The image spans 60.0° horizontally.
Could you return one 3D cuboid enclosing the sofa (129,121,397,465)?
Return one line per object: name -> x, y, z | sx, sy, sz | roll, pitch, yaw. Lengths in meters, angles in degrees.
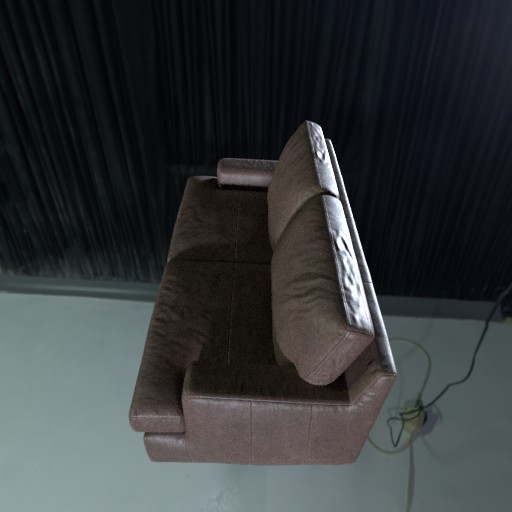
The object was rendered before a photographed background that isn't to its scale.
sofa -> 0.000, 0.000, 2.756 | 1.143, 0.941, 2.261 | 0, 39, 0
